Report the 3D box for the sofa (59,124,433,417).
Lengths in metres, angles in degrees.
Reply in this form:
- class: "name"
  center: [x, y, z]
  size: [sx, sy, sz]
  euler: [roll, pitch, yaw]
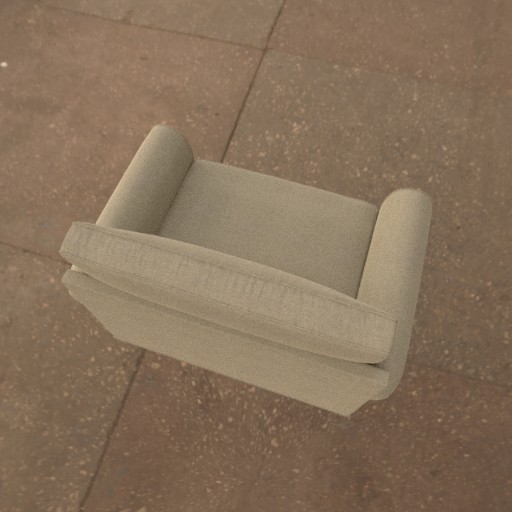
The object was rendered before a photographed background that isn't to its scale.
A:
- class: "sofa"
  center: [0.000, 0.000, 2.011]
  size: [1.405, 0.991, 0.936]
  euler: [16, 64, 8]
